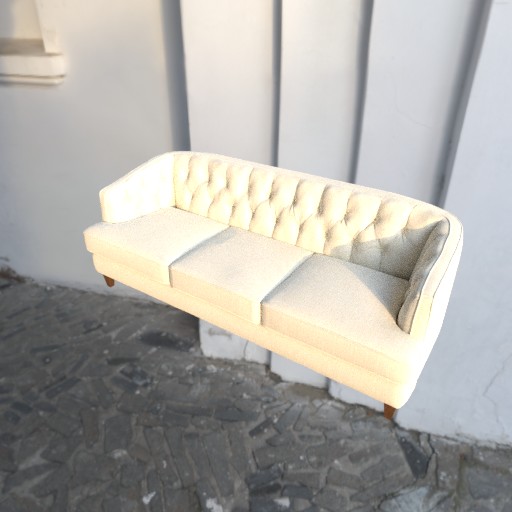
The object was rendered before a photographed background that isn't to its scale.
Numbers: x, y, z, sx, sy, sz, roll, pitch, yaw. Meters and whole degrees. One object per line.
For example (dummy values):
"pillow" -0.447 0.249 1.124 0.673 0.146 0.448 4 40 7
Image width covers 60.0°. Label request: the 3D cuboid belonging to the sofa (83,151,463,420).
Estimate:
"sofa" 0.000 0.000 2.795 2.278 0.855 0.941 19 35 29
